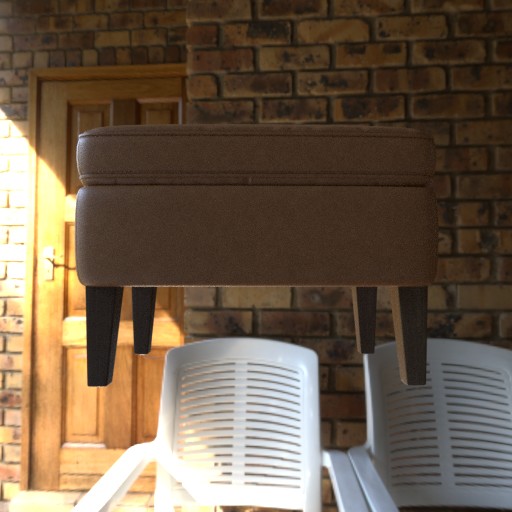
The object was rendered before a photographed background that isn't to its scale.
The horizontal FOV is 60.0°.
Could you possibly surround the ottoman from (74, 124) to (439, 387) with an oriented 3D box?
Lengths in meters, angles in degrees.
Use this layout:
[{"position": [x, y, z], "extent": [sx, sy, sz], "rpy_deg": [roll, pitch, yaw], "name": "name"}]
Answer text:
[{"position": [0.000, 0.000, 0.964], "extent": [0.670, 0.480, 0.420], "rpy_deg": [0, -3, -1], "name": "ottoman"}]
